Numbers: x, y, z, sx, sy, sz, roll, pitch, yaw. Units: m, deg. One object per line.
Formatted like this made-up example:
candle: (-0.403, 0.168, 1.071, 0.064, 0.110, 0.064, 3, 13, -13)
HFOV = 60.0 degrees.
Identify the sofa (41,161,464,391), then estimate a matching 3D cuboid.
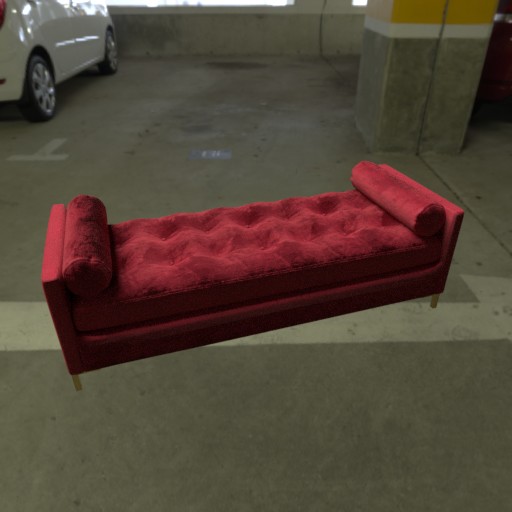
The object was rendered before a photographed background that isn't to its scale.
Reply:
sofa: (0.000, 0.000, 2.517, 2.102, 0.705, 0.796, -10, 33, -16)
